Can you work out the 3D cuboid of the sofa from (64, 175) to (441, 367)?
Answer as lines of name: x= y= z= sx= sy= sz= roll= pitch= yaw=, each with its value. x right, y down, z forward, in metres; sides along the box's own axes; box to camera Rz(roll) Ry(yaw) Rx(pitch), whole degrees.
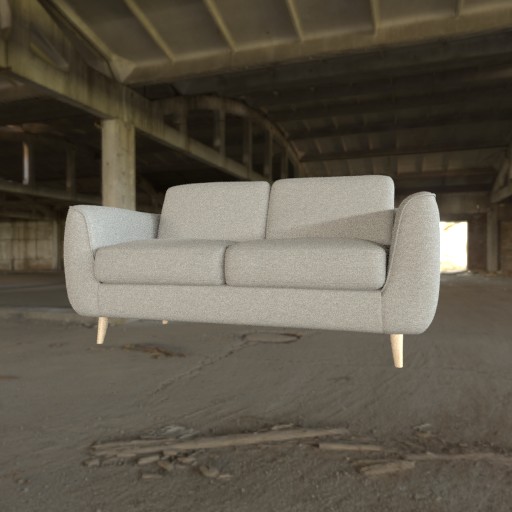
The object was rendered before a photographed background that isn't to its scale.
sofa: x=0.000 y=0.000 z=2.237 sx=1.700 sy=0.850 sz=0.920 roll=0 pitch=1 yaw=18
